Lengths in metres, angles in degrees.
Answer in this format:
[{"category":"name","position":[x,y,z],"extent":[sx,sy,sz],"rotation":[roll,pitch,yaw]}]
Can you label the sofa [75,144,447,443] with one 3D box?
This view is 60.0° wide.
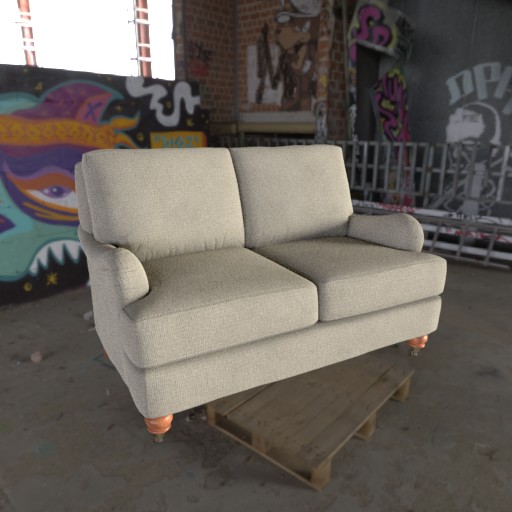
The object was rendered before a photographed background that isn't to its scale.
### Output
[{"category":"sofa","position":[0.000,0.000,2.113],"extent":[1.480,0.999,1.087],"rotation":[-9,18,-28]}]
